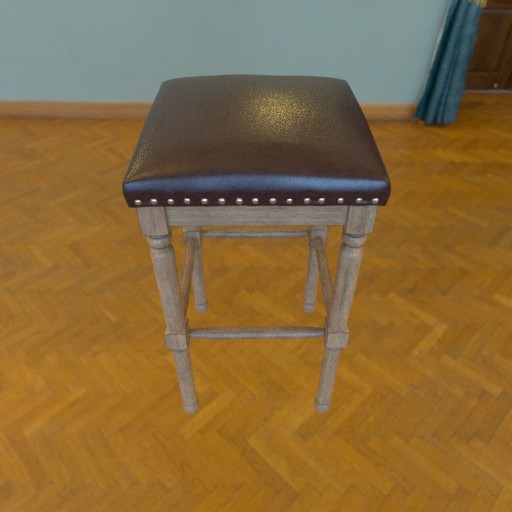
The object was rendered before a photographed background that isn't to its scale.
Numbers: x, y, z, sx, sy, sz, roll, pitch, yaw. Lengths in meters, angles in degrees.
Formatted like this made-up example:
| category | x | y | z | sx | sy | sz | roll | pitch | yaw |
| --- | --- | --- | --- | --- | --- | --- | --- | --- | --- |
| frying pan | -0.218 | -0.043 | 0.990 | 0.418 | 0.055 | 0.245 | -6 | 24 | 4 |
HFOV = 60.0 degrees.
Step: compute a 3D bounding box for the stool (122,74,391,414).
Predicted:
| category | x | y | z | sx | sy | sz | roll | pitch | yaw |
| --- | --- | --- | --- | --- | --- | --- | --- | --- | --- |
| stool | 0.000 | 0.000 | 0.955 | 0.382 | 0.702 | 0.383 | 0 | 42 | 0 |
